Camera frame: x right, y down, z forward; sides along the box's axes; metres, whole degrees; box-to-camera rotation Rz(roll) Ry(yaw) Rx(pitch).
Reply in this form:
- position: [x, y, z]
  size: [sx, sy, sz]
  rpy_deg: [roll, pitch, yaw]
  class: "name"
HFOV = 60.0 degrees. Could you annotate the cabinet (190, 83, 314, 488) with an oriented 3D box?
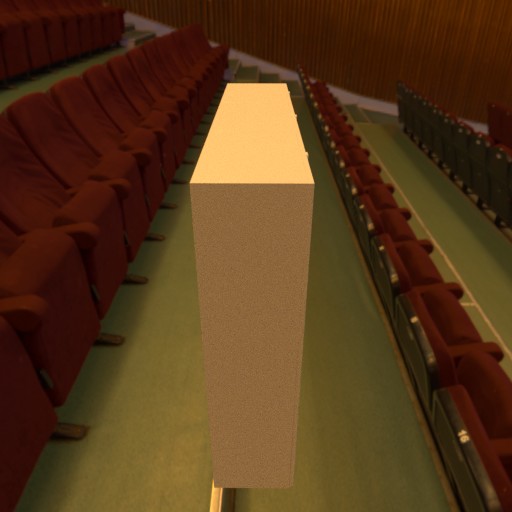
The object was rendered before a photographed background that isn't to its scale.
- position: [0.000, 0.000, 3.820]
  size: [0.590, 2.370, 2.700]
  rpy_deg: [0, 30, 0]
  class: "cabinet"
